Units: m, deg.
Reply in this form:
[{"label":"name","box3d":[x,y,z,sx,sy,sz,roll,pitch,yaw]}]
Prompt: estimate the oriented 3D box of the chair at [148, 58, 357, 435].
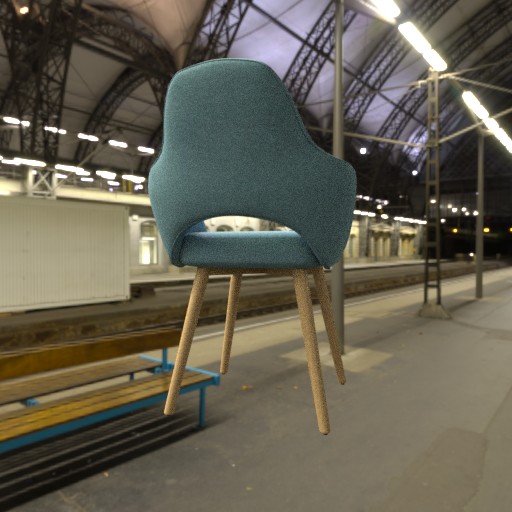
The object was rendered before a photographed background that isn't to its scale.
[{"label":"chair","box3d":[0.000,0.000,1.329,0.589,0.920,0.666,0,1,17]}]
